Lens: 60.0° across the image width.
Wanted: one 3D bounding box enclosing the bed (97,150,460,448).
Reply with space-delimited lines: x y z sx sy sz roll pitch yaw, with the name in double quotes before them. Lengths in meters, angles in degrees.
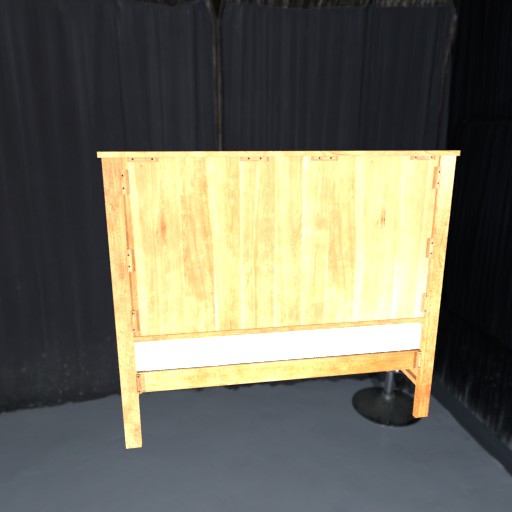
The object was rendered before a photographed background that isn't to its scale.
"bed" 0.000 0.000 3.572 1.936 1.686 2.201 -2 15 -9
